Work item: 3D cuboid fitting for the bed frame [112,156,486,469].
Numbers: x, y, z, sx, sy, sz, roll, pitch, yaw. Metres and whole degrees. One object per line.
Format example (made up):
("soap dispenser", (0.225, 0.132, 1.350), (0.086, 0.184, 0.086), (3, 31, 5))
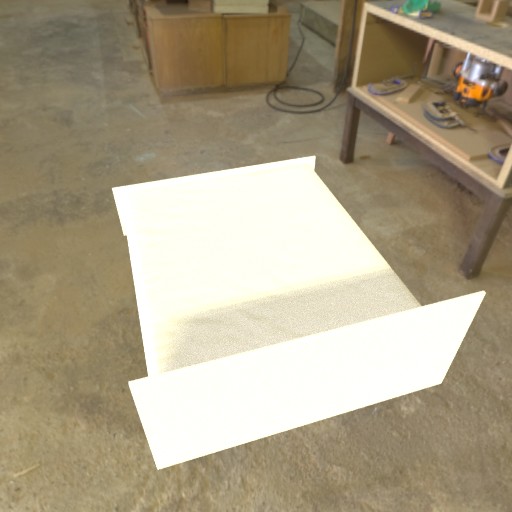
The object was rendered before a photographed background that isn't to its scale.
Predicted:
("bed frame", (0.000, 0.000, 2.983), (1.720, 0.800, 2.060), (-12, 43, -13))
